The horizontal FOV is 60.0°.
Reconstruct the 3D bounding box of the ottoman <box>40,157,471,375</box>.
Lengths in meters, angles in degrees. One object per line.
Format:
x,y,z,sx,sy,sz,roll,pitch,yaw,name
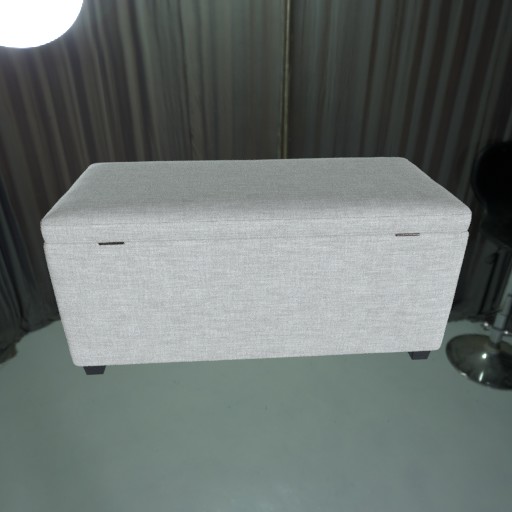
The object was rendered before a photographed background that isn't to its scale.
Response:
0.000,0.000,1.146,0.902,0.432,0.419,-2,28,-3,ottoman
